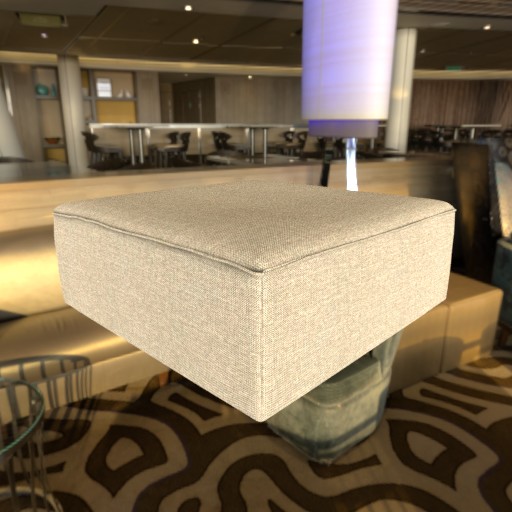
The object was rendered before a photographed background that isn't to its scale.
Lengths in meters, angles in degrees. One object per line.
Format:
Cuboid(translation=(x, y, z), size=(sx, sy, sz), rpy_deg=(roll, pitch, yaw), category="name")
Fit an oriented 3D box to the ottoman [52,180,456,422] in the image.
Cuboid(translation=(0.000, 0.000, 1.580), size=(1.017, 0.423, 1.023), rpy_deg=(15, 22, 42), category="ottoman")
